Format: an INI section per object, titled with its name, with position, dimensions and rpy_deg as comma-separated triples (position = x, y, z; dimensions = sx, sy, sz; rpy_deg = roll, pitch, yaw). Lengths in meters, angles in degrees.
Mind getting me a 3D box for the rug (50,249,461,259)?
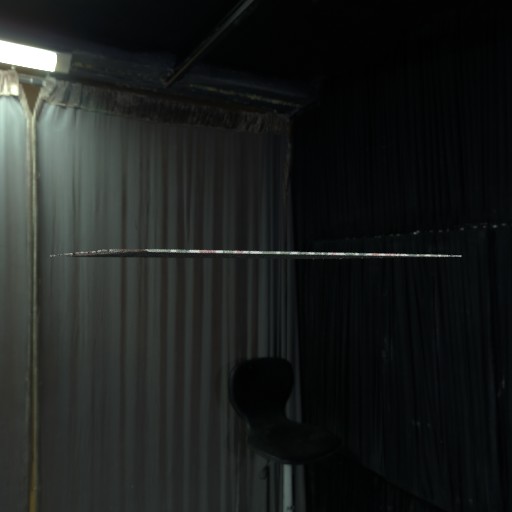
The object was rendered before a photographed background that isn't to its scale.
[rug]
position = 0.000, 0.000, 2.344
dimensions = 1.829, 0.010, 1.219
rpy_deg = 1, -1, -34
